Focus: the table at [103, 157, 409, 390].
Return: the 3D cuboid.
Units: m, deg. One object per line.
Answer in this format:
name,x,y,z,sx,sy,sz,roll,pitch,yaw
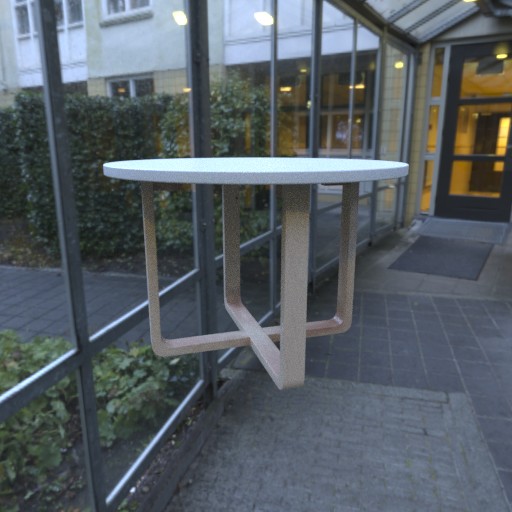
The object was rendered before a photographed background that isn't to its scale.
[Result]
table,0.000,0.000,0.966,0.600,0.400,0.600,0,14,0
